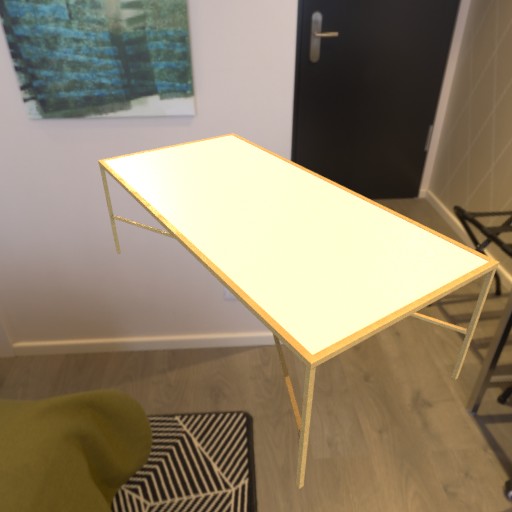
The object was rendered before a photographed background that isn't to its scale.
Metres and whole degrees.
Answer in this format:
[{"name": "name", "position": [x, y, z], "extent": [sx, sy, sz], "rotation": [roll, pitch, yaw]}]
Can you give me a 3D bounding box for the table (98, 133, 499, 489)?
[{"name": "table", "position": [0.000, 0.000, 1.444], "extent": [0.580, 0.398, 1.206], "rotation": [-20, 38, -28]}]
